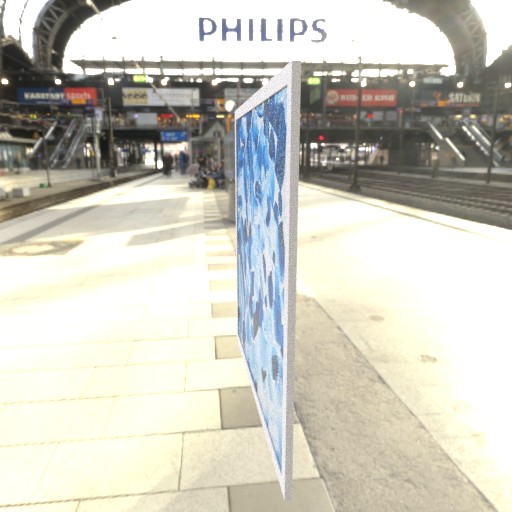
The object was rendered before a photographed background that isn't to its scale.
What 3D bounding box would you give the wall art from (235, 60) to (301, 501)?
[{"bbox_3d":[0.000,0.000,1.180,0.015,0.812,0.812,-2,13,-9],"label":"wall art"}]
